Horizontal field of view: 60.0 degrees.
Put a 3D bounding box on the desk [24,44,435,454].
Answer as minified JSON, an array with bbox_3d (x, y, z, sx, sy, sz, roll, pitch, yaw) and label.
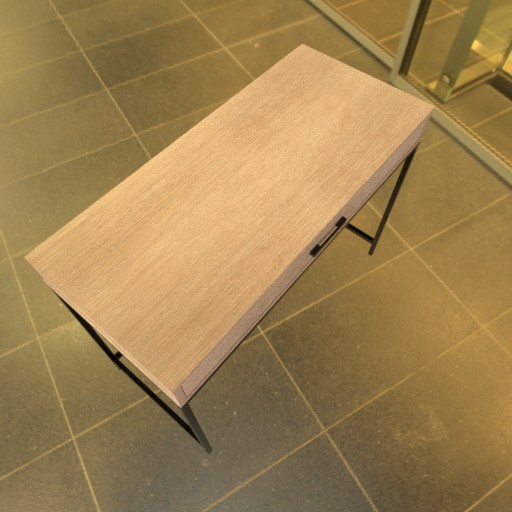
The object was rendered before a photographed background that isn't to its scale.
[{"bbox_3d":[0.000,0.000,1.415,0.470,0.762,1.016,35,64,20],"label":"desk"}]
